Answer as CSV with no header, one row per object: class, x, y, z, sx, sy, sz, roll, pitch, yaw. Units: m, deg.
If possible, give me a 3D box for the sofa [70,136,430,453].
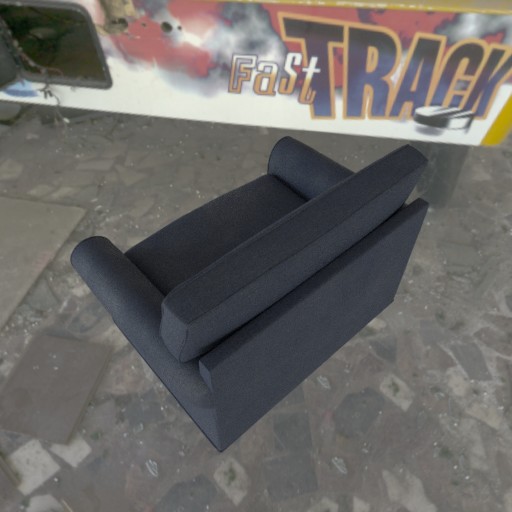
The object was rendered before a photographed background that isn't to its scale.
sofa,0.000,0.000,2.116,1.405,1.004,0.938,-33,55,-27
